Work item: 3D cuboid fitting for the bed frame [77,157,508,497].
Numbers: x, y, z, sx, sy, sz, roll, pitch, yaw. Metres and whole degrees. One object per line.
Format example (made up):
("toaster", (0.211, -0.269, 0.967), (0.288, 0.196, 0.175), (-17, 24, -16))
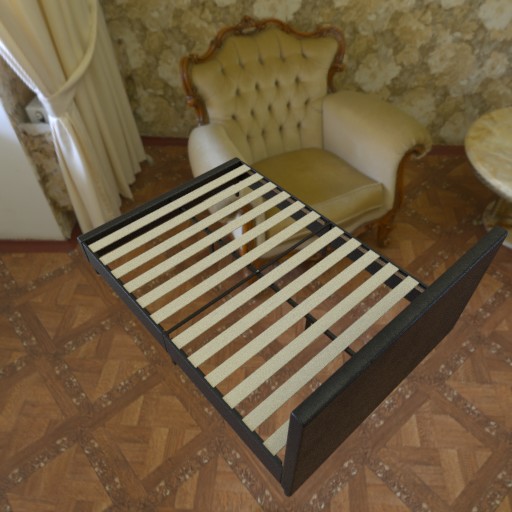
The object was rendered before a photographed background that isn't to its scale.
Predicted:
("bed frame", (0.000, 0.000, 2.800), (1.469, 1.046, 2.152), (-33, 55, -27))
